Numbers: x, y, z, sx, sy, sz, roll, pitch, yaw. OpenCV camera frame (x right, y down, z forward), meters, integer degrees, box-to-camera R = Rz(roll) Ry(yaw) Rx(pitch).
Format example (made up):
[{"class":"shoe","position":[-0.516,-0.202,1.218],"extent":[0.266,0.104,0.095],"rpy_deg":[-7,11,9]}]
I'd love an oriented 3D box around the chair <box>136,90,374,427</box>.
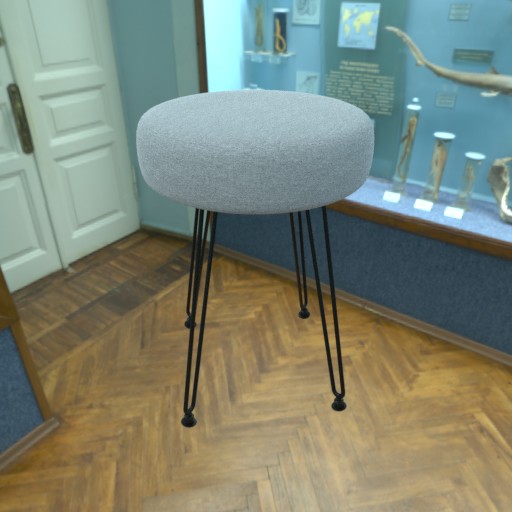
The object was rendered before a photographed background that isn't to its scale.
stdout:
[{"class":"chair","position":[0.000,0.000,0.670],"extent":[0.350,0.440,0.350],"rpy_deg":[22,37,31]}]
